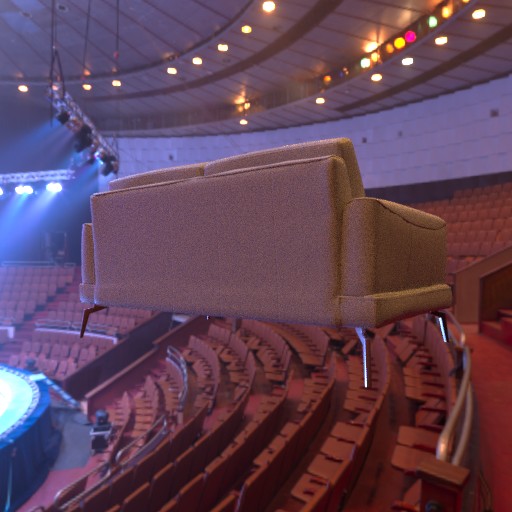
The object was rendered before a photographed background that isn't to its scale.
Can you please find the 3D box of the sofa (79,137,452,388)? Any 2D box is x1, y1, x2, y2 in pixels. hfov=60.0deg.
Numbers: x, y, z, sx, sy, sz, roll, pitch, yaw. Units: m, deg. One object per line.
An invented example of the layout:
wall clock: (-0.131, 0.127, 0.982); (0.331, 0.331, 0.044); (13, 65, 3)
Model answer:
sofa: (0.000, 0.000, 2.451); (1.819, 0.930, 1.121); (-1, -1, 36)
